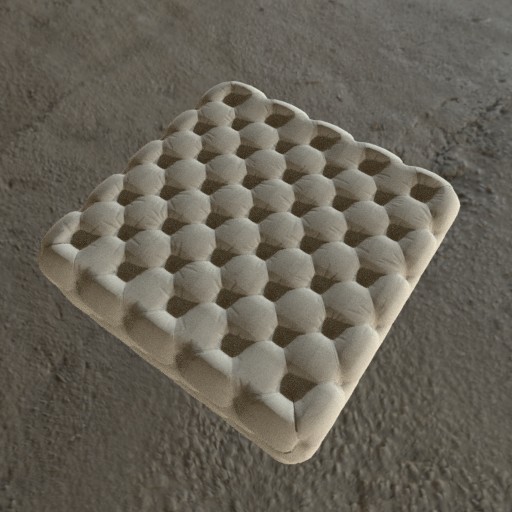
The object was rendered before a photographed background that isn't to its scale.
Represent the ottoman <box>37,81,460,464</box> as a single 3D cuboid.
[{"bbox_3d":[0.000,0.000,1.166,0.753,0.376,0.755,32,64,17],"label":"ottoman"}]
